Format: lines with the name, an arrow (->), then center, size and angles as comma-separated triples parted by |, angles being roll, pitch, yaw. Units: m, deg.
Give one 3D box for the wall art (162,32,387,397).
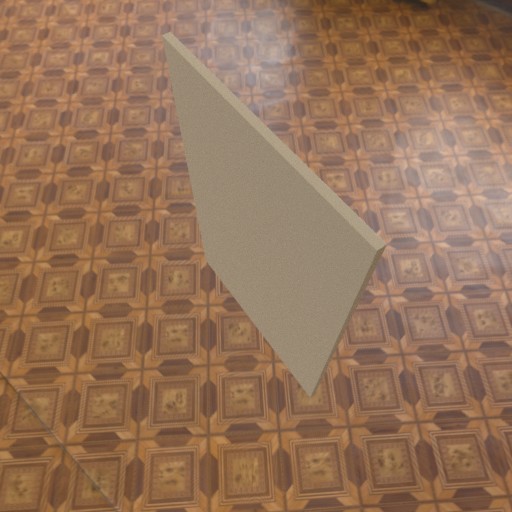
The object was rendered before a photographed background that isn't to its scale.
wall art -> 0.000, 0.000, 0.603 | 0.010, 0.474, 0.325 | -32, 64, -17
